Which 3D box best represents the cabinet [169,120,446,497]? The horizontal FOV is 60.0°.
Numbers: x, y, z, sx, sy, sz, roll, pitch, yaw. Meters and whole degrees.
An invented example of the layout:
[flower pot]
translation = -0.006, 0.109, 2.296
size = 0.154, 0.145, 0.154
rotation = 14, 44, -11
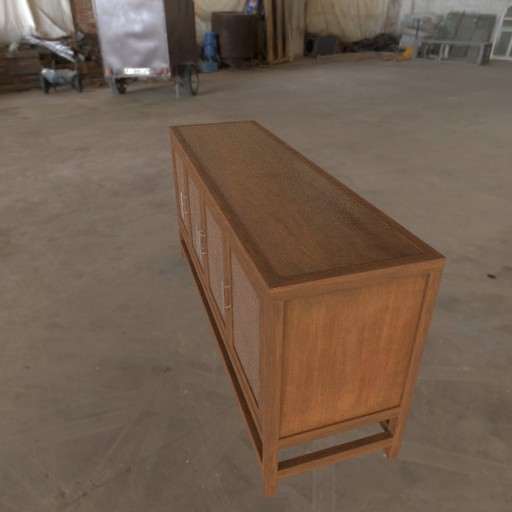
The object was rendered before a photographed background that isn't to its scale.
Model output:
[cabinet]
translation = 0.000, 0.000, 2.021
size = 0.522, 0.820, 1.708
rotation = -9, 31, -15
